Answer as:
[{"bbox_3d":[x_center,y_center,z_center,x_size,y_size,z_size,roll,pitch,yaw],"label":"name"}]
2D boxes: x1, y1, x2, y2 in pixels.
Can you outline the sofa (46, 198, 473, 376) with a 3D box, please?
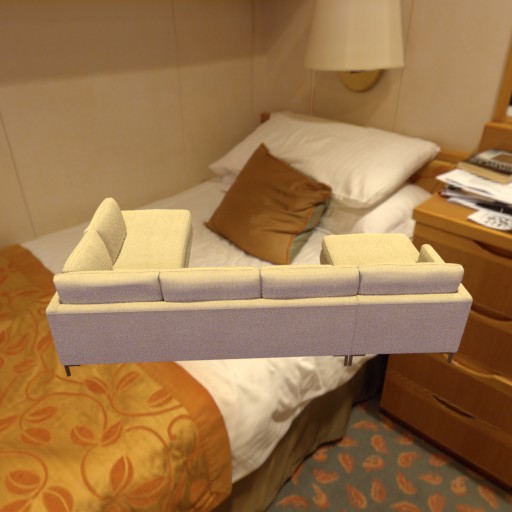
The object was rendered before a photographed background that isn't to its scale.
[{"bbox_3d":[0.000,0.000,3.653,2.737,0.756,1.879,-1,30,-2],"label":"sofa"}]
